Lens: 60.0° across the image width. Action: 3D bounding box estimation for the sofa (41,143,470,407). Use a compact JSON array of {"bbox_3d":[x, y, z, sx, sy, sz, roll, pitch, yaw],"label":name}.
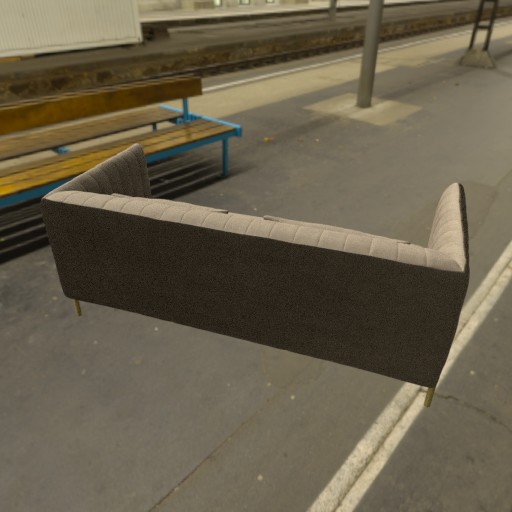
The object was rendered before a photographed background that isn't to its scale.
[{"bbox_3d":[0.000,0.000,2.364,1.980,0.780,0.876,11,34,16],"label":"sofa"}]
